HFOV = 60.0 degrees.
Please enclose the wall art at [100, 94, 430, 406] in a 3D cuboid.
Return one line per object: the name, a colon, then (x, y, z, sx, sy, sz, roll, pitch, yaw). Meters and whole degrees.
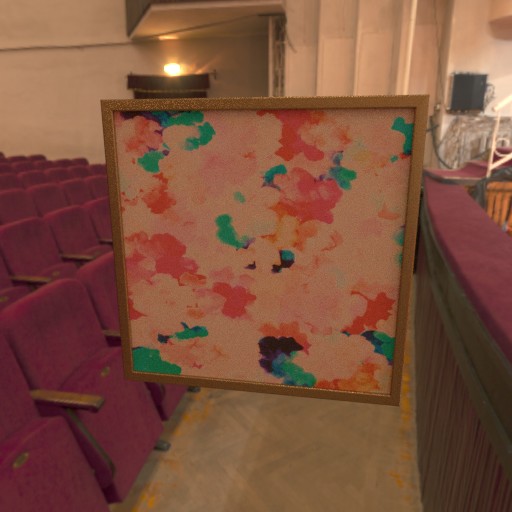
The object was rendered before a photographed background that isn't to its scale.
wall art: (0.000, 0.000, 1.135, 0.767, 0.765, 0.036, 3, 15, 10)
